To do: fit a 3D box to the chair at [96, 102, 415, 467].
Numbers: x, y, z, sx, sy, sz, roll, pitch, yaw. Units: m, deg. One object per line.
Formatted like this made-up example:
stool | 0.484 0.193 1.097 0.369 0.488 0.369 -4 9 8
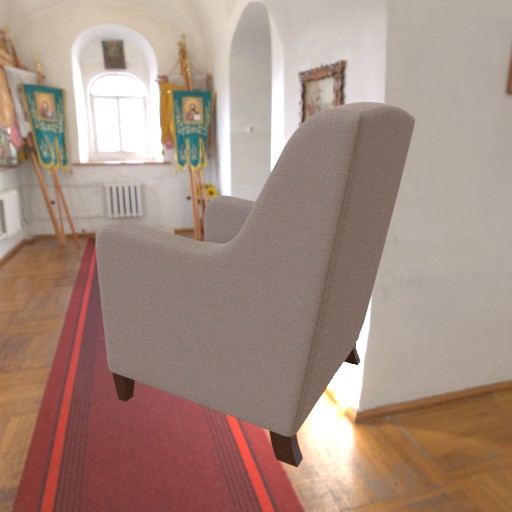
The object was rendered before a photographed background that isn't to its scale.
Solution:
chair | 0.000 0.000 1.577 0.896 1.017 0.715 9 19 27
